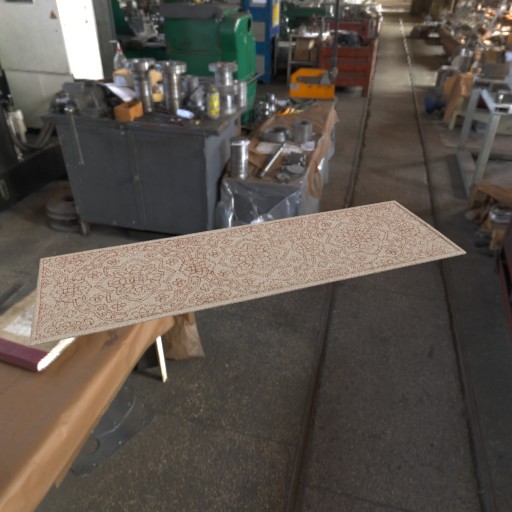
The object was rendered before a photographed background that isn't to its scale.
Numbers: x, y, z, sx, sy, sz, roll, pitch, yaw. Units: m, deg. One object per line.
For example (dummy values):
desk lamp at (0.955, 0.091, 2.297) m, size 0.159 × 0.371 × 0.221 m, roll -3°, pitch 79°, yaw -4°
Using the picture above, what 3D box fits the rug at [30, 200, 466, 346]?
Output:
rug at (0.000, 0.000, 2.656) m, size 2.448 × 0.012 × 0.769 m, roll -10°, pitch 34°, yaw -16°
